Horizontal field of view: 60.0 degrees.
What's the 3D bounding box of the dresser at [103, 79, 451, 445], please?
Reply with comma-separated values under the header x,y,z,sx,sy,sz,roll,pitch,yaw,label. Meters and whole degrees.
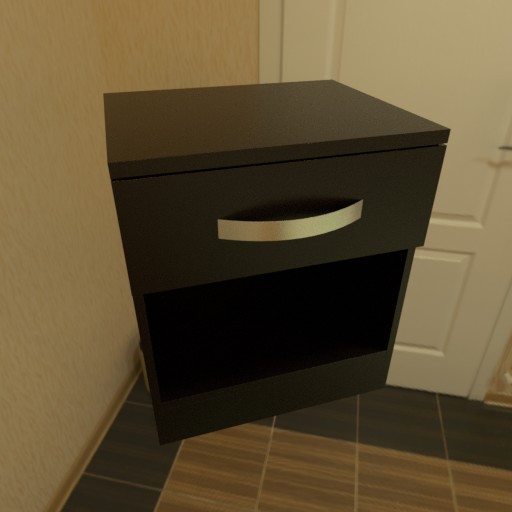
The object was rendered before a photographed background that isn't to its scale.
x,y,z,sx,sy,sz,roll,pitch,yaw,label
0.000,0.000,0.735,0.400,0.470,0.360,-9,33,-14,dresser
